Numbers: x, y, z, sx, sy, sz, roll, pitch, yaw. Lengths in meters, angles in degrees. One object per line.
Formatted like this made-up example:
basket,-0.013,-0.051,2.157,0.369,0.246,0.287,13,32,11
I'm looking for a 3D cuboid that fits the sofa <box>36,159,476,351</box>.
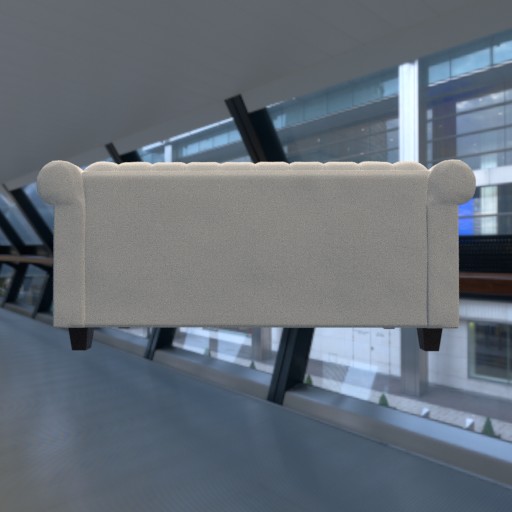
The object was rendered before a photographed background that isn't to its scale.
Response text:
sofa,0.000,0.000,2.177,1.798,0.796,0.771,0,-1,1
